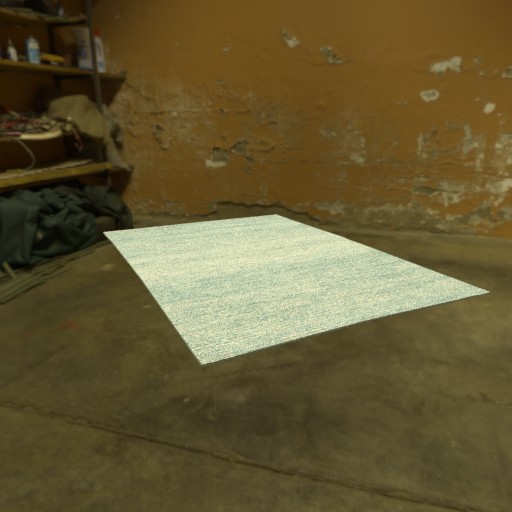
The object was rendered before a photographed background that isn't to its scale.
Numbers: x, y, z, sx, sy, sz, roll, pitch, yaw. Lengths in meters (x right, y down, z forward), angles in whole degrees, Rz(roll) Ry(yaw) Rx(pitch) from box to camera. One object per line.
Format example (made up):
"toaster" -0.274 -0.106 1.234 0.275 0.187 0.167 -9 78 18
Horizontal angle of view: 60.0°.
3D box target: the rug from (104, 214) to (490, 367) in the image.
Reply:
"rug" 0.000 0.000 2.954 1.613 0.030 2.306 -8 19 -26
